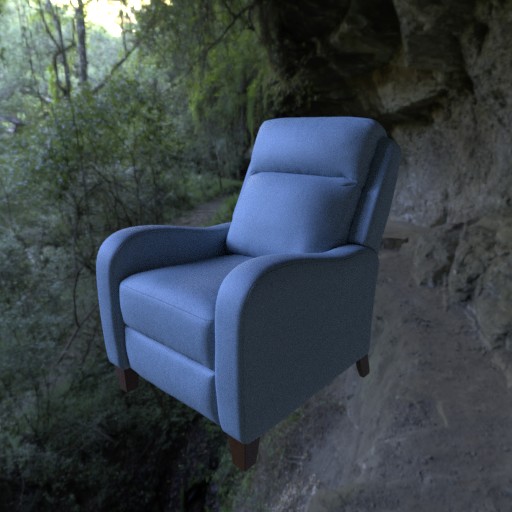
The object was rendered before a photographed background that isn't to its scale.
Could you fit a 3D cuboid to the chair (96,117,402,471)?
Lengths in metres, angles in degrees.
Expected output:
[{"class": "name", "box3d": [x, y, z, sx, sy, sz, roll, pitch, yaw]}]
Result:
[{"class": "chair", "box3d": [0.000, 0.000, 1.765, 0.785, 1.067, 0.988, 14, 21, 39]}]
